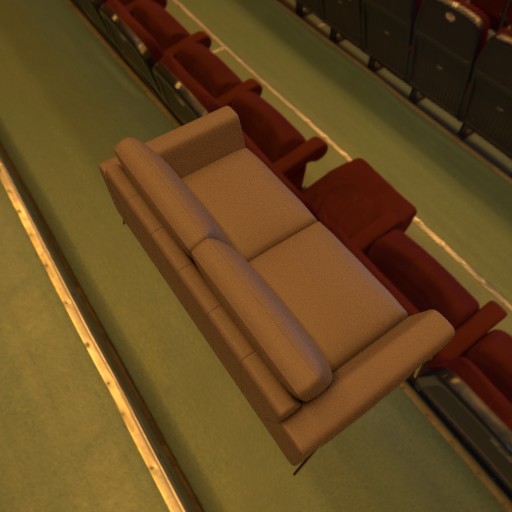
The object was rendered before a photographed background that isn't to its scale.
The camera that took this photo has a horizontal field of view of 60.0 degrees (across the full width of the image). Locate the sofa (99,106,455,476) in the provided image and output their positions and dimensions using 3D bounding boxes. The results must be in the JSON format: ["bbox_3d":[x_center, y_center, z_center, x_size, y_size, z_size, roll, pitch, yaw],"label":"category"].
[{"bbox_3d":[0.000,0.000,2.542,0.953,0.875,2.017,-31,63,-18],"label":"sofa"}]
